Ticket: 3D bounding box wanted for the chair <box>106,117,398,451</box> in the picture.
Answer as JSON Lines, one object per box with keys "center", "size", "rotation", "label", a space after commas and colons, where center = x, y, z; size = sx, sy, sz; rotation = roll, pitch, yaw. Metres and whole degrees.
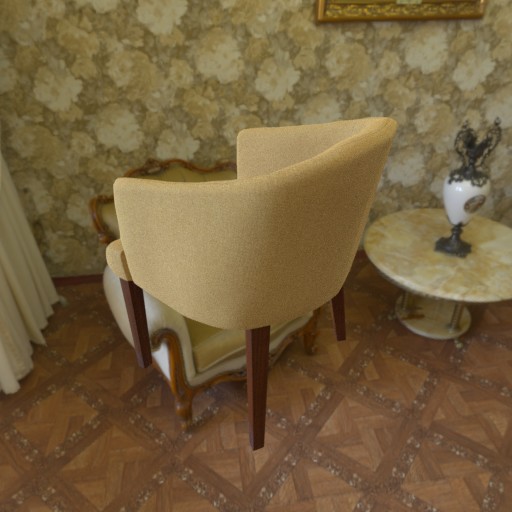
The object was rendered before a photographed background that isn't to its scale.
{"center": [0.000, 0.000, 1.253], "size": [0.655, 0.811, 0.583], "rotation": [21, 37, 30], "label": "chair"}
